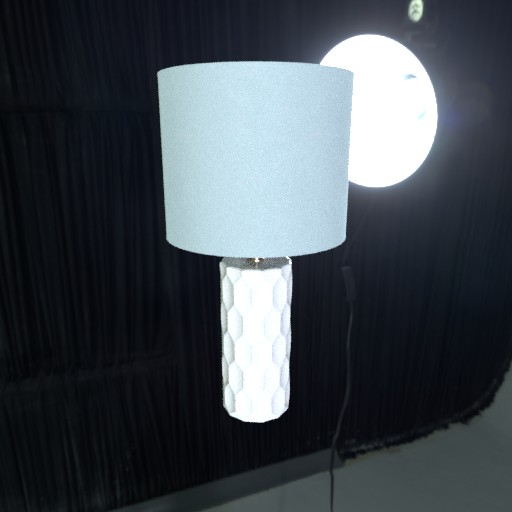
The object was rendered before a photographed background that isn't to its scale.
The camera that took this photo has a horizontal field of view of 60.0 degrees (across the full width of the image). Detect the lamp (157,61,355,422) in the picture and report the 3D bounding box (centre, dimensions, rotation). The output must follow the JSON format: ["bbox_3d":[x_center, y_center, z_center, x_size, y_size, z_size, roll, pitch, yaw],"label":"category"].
[{"bbox_3d":[0.000,0.000,0.705,0.277,0.534,0.277,-7,17,-24],"label":"lamp"}]
